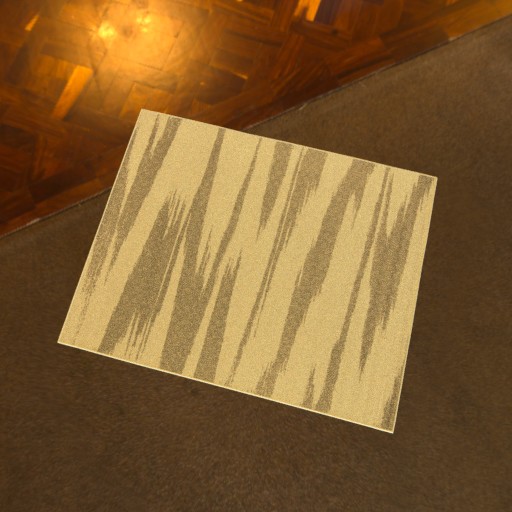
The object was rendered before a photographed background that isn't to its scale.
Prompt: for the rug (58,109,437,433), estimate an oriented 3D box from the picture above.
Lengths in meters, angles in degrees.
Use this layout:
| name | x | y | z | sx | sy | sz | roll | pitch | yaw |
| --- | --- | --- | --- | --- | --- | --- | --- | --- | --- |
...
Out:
| name | x | y | z | sx | sy | sz | roll | pitch | yaw |
| --- | --- | --- | --- | --- | --- | --- | --- | --- | --- |
| rug | 0.000 | 0.000 | 4.011 | 2.945 | 0.014 | 2.353 | 14 | 76 | 3 |
